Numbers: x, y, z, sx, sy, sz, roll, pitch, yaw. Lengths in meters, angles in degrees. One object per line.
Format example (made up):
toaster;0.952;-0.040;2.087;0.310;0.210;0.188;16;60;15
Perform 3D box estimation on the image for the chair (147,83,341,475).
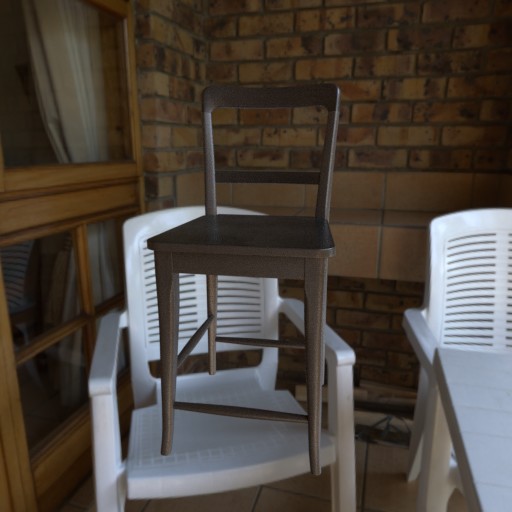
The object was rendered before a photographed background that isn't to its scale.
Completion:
chair;0.000;0.000;1.286;0.450;0.991;0.546;3;14;10
